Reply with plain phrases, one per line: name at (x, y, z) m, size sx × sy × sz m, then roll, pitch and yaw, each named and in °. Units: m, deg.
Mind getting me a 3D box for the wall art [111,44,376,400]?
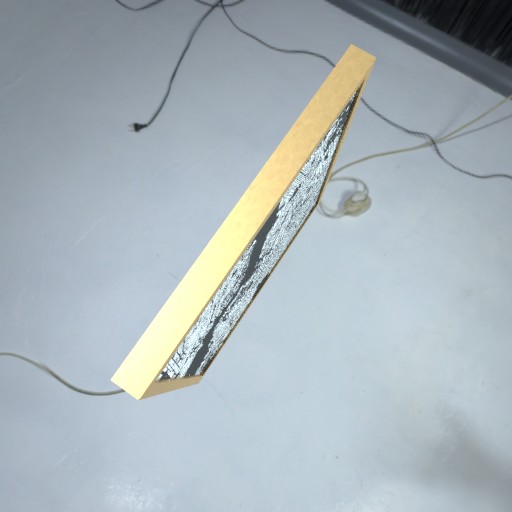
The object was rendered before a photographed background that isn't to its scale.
wall art at (0.000, 0.000, 1.951) m, size 0.095 × 1.284 × 1.284 m, roll 33°, pitch 78°, yaw 8°
